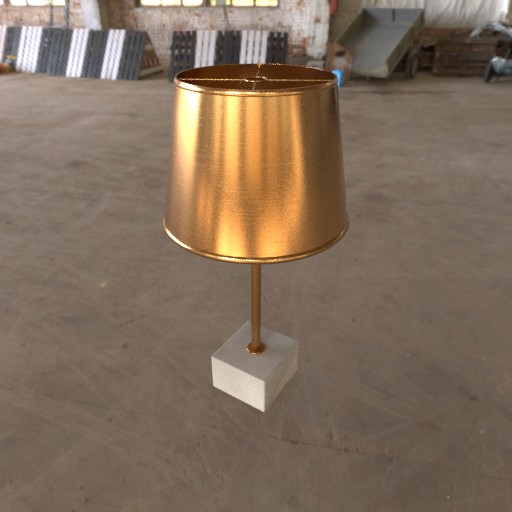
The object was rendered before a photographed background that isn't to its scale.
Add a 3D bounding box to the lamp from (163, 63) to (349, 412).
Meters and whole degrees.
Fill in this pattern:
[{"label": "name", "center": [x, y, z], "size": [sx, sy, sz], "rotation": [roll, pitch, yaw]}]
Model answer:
[{"label": "lamp", "center": [0.000, 0.000, 0.530], "size": [0.208, 0.406, 0.208], "rotation": [0, 31, 0]}]
